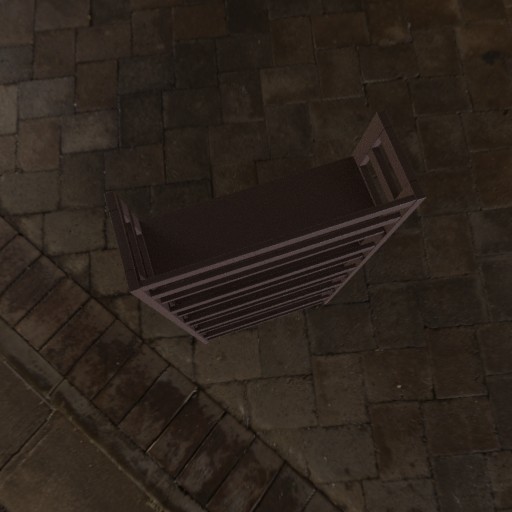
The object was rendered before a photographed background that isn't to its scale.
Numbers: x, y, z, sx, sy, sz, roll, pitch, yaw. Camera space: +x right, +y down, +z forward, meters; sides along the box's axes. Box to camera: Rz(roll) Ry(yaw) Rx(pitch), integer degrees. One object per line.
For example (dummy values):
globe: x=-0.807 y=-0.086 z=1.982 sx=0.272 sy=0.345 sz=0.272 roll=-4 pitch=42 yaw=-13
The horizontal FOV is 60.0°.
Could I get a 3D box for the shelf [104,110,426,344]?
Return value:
shelf: x=0.000 y=0.000 z=1.893 sx=0.763 sy=1.600 sz=0.403 roll=-18 pitch=75 yaw=-5
